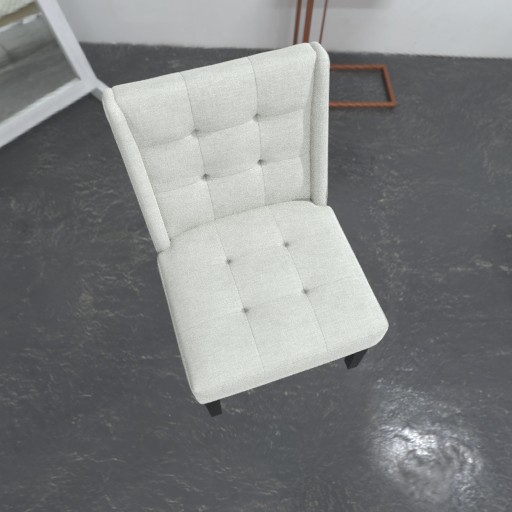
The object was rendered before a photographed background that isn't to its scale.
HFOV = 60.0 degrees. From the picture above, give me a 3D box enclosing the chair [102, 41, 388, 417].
[{"bbox_3d":[0.000,0.000,1.301,0.569,0.853,0.676,-17,64,-8],"label":"chair"}]
